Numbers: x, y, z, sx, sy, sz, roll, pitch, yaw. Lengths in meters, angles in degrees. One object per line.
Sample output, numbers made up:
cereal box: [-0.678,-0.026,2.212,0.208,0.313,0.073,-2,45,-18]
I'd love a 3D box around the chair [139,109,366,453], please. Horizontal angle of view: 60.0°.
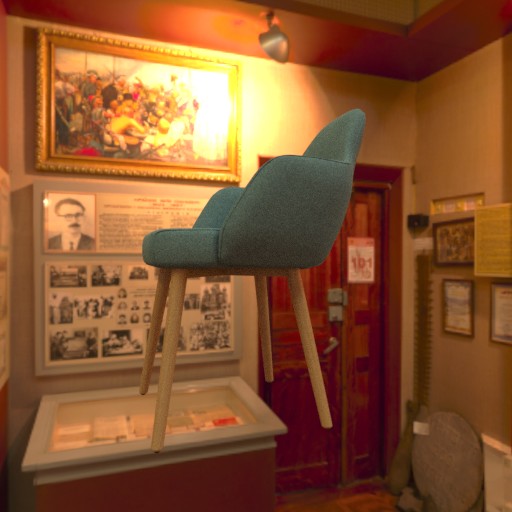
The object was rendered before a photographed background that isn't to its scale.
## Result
chair: [0.000,0.000,1.355,0.666,0.920,0.589,0,0,-18]
